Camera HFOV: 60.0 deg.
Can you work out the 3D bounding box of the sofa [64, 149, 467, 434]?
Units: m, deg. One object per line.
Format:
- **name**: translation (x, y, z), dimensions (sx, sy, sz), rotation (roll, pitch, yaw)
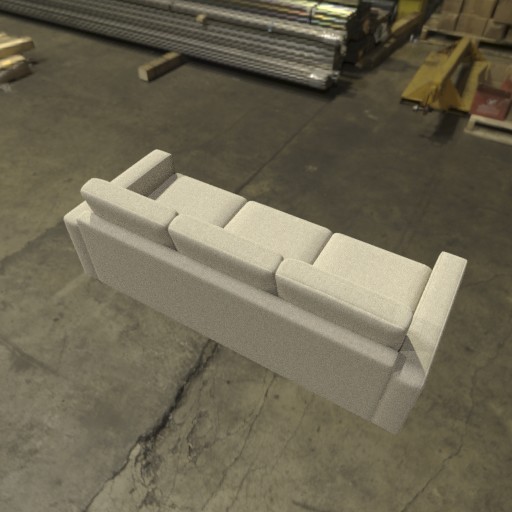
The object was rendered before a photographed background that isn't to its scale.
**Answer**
- **sofa**: translation (0.000, 0.000, 2.614), dimensions (2.160, 0.800, 0.900), rotation (23, 50, 21)
